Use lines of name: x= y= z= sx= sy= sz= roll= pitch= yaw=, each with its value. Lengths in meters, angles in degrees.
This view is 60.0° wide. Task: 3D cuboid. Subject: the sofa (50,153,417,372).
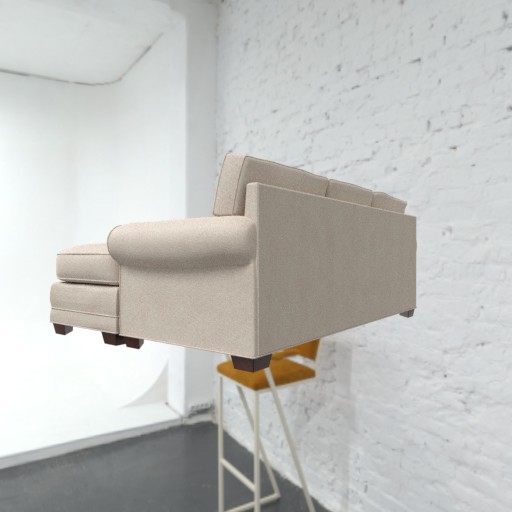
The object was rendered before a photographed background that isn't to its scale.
sofa: x=0.000 y=0.000 z=2.407 sx=1.226 sy=0.734 sz=1.770 roll=0 pitch=0 yaw=37
